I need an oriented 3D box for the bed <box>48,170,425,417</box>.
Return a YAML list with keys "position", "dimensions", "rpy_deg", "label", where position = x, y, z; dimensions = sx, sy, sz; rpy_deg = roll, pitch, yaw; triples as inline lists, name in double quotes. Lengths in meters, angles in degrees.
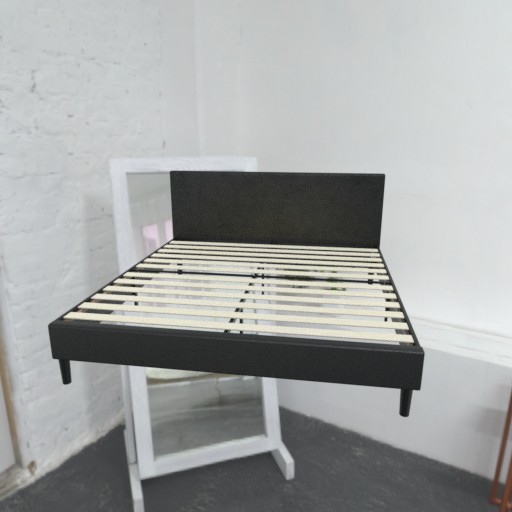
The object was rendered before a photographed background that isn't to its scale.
- position: [0.000, 0.000, 3.296]
  dimensions: [2.018, 1.046, 2.152]
  rpy_deg: [3, 16, 9]
  label: "bed"
